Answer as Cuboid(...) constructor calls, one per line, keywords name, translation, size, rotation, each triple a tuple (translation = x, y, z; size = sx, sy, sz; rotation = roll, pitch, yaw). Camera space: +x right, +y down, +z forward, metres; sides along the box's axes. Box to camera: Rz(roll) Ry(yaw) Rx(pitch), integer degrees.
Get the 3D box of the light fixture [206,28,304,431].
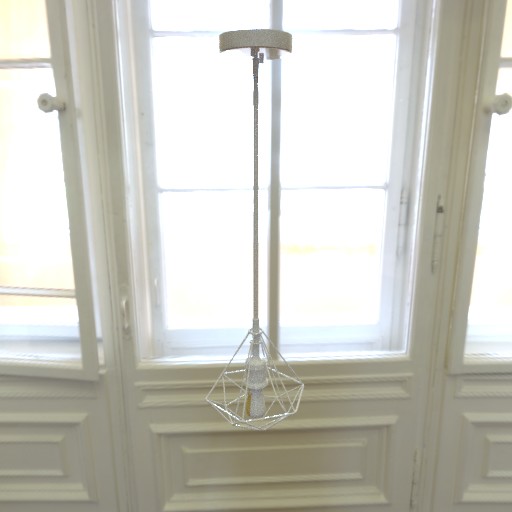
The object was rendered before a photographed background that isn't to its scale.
Cuboid(name="light fixture", translation=(0.000, 0.000, 1.956), size=(0.487, 1.764, 0.431), rotation=(14, 20, 42))
